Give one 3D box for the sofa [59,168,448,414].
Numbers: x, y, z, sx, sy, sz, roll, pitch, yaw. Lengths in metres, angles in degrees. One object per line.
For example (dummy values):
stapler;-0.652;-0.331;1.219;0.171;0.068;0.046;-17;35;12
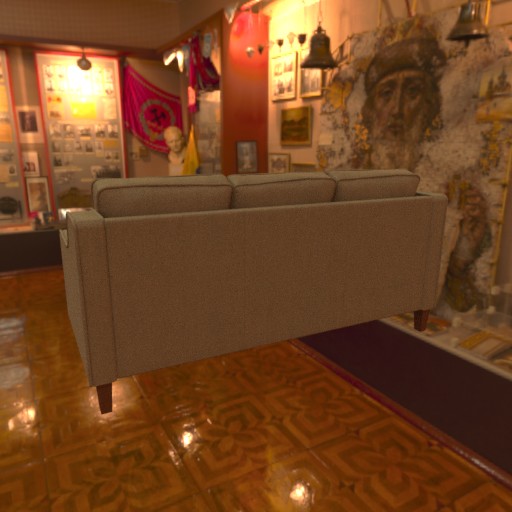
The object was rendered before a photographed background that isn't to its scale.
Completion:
sofa;0.000;0.000;2.534;1.986;0.974;0.911;-7;16;-27
